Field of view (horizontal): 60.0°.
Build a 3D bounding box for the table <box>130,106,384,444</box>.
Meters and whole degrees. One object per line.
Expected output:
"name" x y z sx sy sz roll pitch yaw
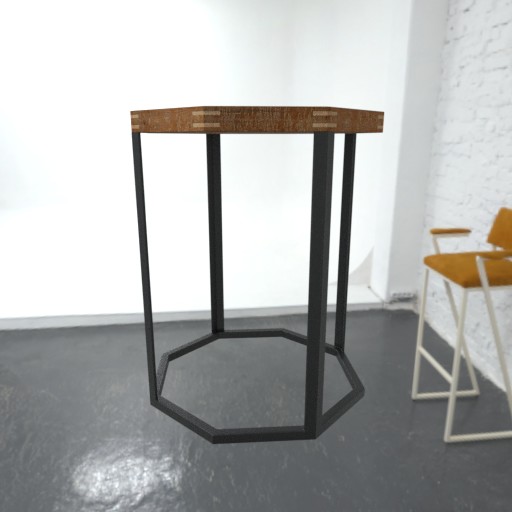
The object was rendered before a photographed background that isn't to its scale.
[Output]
"table" 0.000 0.000 0.889 0.458 0.543 0.458 -7 17 -26
